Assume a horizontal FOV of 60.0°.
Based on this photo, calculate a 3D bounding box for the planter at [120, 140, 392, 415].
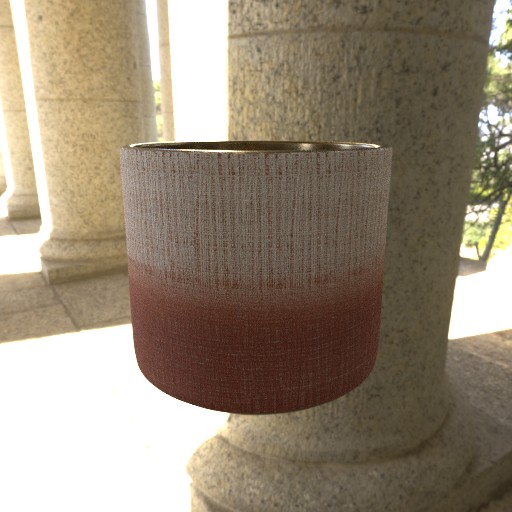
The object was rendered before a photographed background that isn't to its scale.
[{"bbox_3d":[0.000,0.000,0.452,0.254,0.221,0.254,0,16,0],"label":"planter"}]
